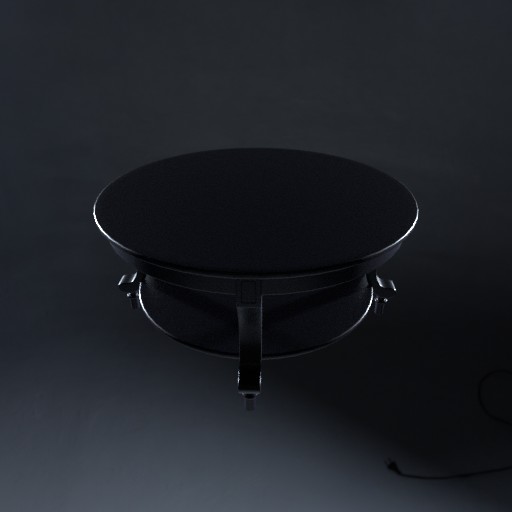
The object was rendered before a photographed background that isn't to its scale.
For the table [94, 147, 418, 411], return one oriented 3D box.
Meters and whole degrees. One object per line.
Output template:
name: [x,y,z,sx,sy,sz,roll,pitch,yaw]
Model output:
table: [0.000,0.000,1.587,1.029,0.491,1.029,0,30,0]
